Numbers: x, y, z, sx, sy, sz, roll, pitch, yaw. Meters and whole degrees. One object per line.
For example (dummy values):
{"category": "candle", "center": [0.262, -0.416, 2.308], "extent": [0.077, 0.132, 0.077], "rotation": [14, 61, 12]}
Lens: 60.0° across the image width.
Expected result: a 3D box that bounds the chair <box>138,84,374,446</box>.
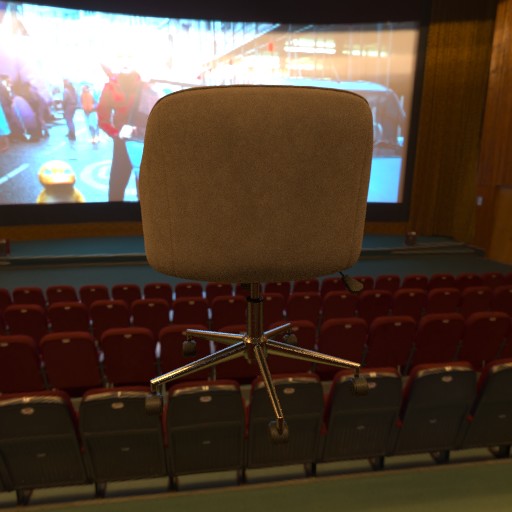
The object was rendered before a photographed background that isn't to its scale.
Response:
{"category": "chair", "center": [0.000, 0.000, 1.239], "extent": [0.635, 0.831, 0.573], "rotation": [-2, 14, -8]}
